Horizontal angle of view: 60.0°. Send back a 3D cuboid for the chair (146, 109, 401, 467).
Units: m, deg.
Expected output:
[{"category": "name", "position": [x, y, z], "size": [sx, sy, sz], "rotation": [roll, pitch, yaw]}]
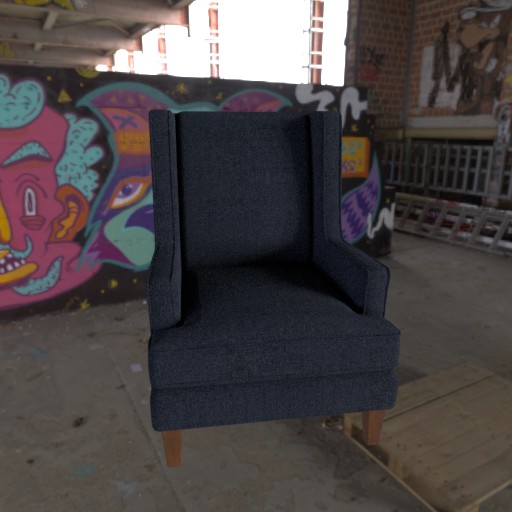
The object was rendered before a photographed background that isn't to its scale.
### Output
[{"category": "chair", "position": [0.000, 0.000, 1.667], "size": [0.764, 1.072, 0.947], "rotation": [-2, 15, -9]}]
